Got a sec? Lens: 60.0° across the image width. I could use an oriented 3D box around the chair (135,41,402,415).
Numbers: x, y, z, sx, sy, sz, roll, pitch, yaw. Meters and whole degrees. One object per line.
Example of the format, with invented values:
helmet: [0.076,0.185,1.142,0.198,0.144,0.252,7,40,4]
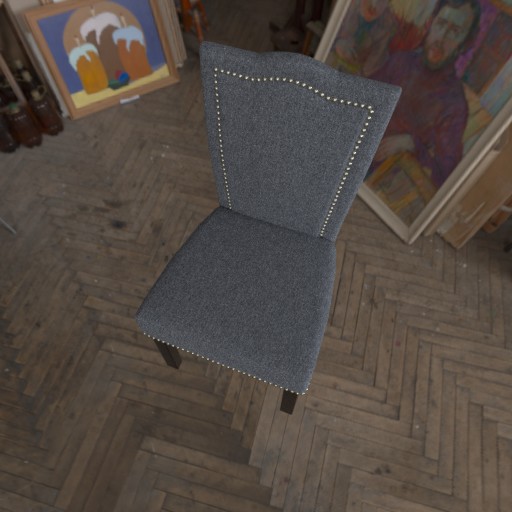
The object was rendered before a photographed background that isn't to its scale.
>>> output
chair: [0.000,0.000,1.280,0.518,0.946,0.589,18,59,11]
